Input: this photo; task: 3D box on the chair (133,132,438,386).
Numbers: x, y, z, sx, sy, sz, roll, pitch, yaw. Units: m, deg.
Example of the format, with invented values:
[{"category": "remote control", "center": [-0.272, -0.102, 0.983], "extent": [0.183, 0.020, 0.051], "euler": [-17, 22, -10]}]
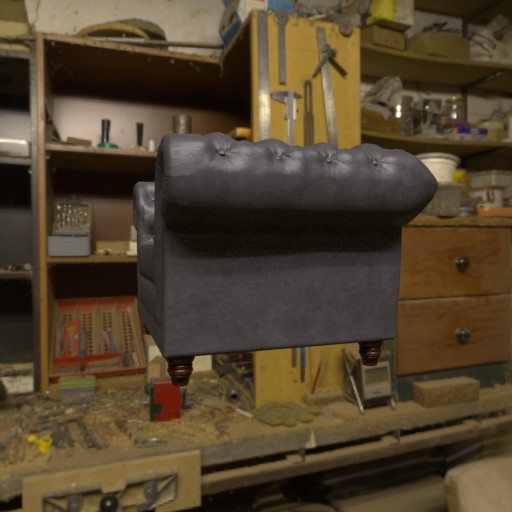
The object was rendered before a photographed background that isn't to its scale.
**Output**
[{"category": "chair", "center": [0.000, 0.000, 1.901], "extent": [0.943, 0.780, 1.298], "euler": [0, 1, -19]}]
